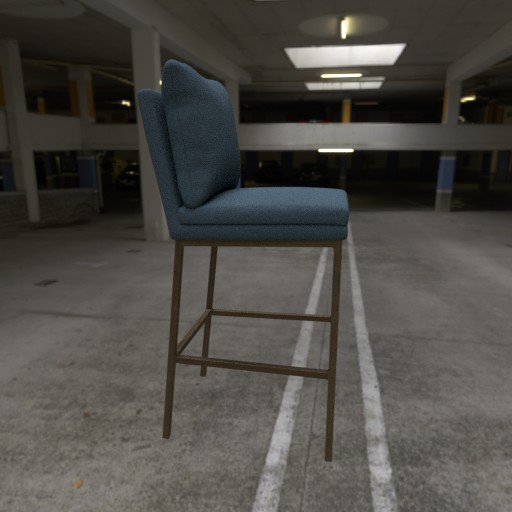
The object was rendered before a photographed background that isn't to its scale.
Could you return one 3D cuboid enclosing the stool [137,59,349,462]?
[{"bbox_3d":[0.000,0.000,1.435,0.568,1.124,0.463,3,14,10],"label":"stool"}]
